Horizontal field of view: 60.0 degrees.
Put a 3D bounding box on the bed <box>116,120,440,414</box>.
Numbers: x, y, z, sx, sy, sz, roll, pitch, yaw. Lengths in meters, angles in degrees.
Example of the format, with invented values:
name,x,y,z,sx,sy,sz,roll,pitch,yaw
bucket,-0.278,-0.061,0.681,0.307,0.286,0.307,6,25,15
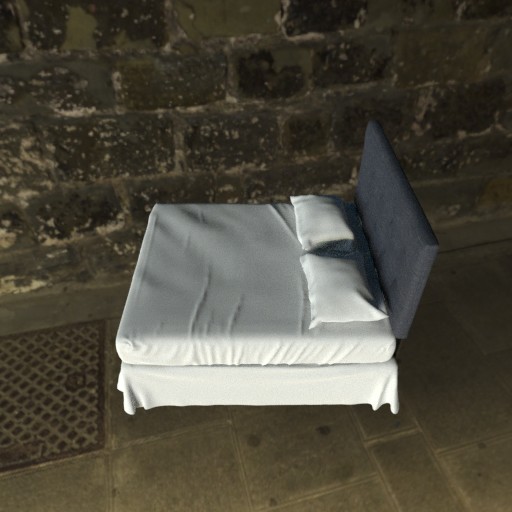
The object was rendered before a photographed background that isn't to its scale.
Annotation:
name,x,y,z,sx,sy,sz,roll,pitch,yaw
bed,0.000,0.000,3.579,2.222,1.577,1.936,0,42,0
